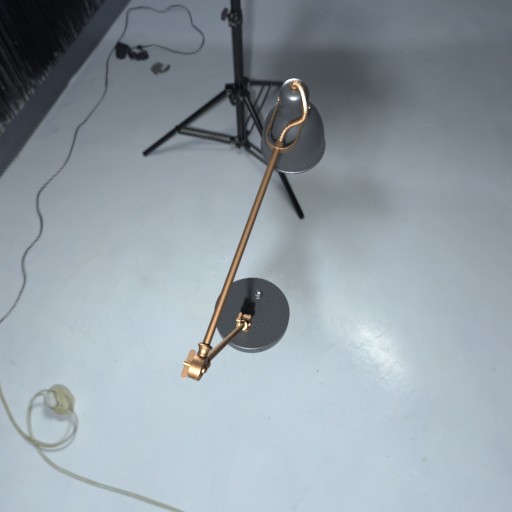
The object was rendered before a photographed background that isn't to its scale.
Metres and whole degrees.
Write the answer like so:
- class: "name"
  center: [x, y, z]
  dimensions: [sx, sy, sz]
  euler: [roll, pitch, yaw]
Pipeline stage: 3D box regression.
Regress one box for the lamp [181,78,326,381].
- class: "lamp"
  center: [0.000, 0.000, 0.877]
  dimensions: [0.187, 0.587, 0.561]
  euler: [18, 65, 9]
